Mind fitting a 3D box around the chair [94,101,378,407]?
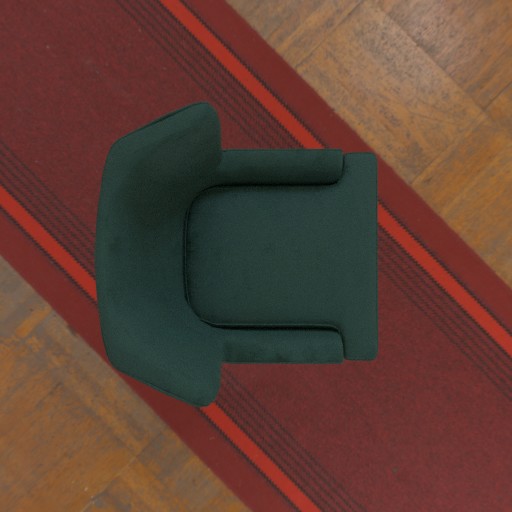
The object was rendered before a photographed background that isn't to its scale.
[{"bbox_3d":[0.000,0.000,1.604,0.910,0.952,0.793,0,89,0],"label":"chair"}]
